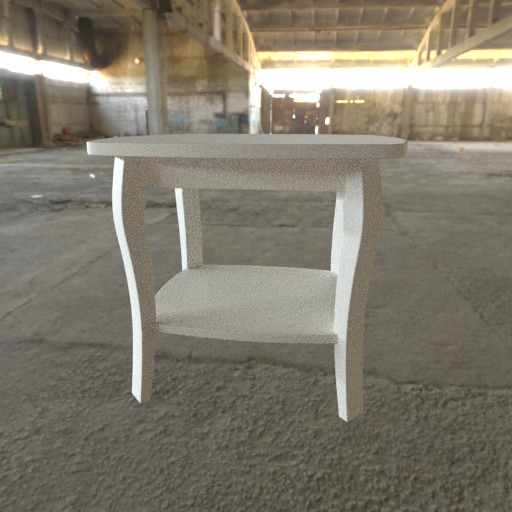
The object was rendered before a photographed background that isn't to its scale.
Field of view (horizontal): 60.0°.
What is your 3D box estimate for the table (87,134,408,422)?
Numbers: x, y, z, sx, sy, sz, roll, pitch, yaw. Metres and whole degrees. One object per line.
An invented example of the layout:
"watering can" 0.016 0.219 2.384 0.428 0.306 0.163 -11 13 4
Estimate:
"table" 0.000 0.000 0.847 0.502 0.438 0.451 2 17 8
